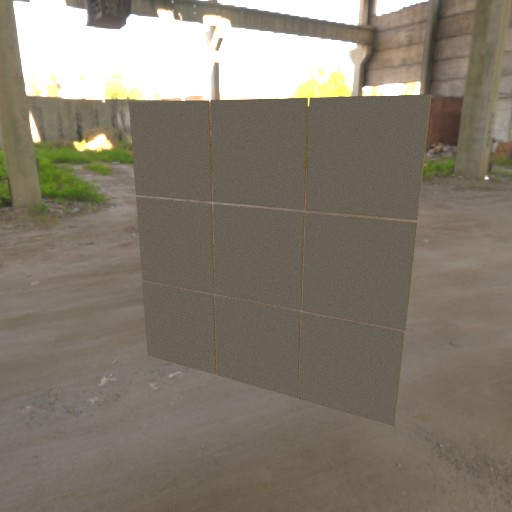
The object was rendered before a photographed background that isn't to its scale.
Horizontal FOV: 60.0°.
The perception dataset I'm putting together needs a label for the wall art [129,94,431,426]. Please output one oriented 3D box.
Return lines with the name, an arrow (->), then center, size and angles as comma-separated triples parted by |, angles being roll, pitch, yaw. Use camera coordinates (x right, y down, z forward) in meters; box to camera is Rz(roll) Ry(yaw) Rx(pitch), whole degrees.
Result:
wall art -> 0.000, 0.000, 1.370 | 0.919, 0.917, 0.010 | 8, 19, 25
